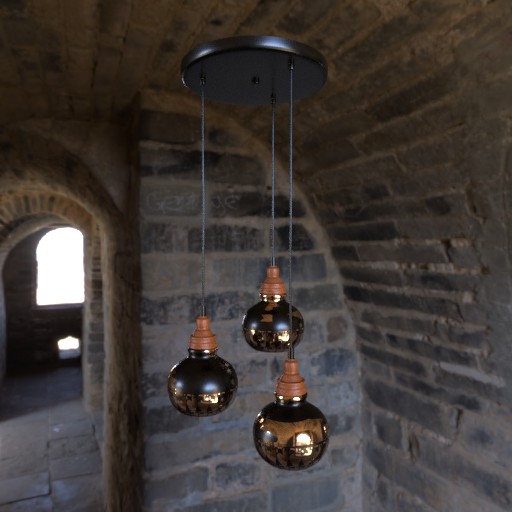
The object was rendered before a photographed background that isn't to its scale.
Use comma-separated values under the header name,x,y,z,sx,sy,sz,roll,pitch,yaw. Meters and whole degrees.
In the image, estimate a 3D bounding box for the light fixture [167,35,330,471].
name,x,y,z,sx,sy,sz,roll,pitch,yaw
light fixture,0.000,0.000,1.720,0.608,1.410,0.605,0,0,18
